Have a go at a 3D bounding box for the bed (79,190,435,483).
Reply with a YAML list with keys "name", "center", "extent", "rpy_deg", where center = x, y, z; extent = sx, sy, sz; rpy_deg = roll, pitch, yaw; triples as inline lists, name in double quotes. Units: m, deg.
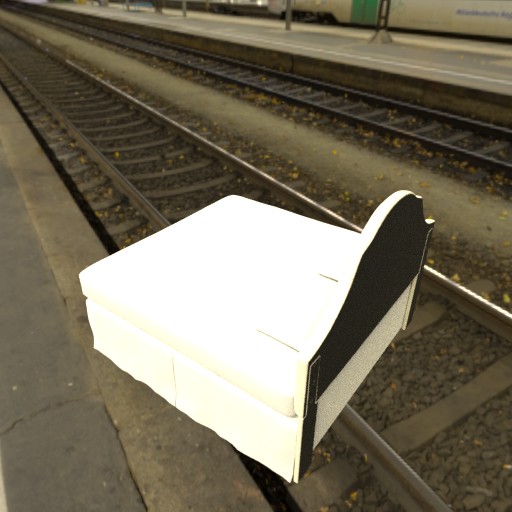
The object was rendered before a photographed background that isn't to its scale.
- name: "bed"
  center: [0.000, 0.000, 3.491]
  extent: [2.086, 1.555, 2.012]
  rpy_deg: [21, 38, 31]
